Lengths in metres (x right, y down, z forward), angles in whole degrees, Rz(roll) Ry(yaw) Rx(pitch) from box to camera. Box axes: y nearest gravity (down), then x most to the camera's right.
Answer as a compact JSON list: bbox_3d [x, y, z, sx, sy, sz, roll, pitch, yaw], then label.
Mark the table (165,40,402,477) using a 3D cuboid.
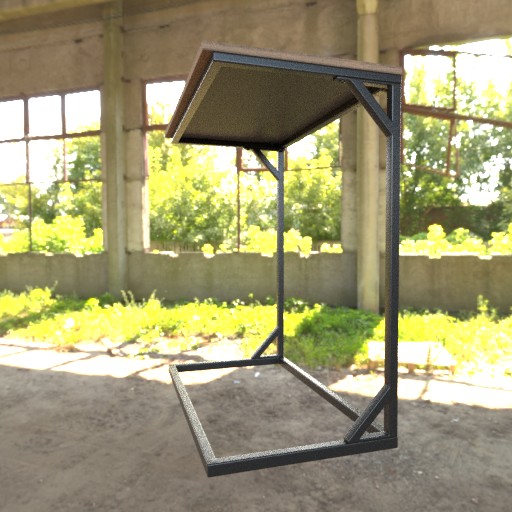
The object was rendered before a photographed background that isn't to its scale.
[{"bbox_3d":[0.000,0.000,1.015,0.351,0.673,0.597,-1,2,-17],"label":"table"}]
